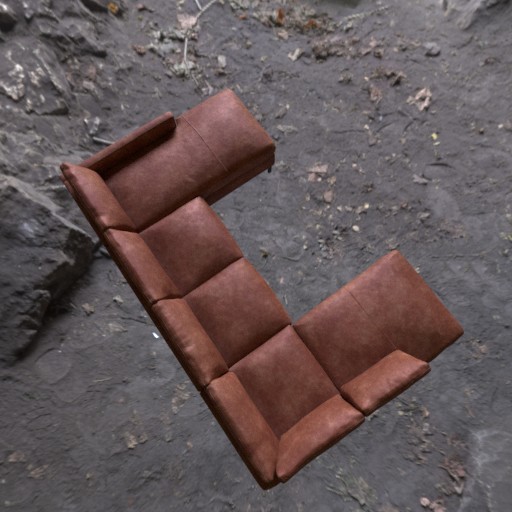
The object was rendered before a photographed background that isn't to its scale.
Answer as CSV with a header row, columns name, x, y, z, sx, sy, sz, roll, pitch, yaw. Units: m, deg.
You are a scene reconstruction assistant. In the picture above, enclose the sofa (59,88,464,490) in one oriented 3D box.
name,x,y,z,sx,sy,sz,roll,pitch,yaw
sofa,0.000,0.000,3.683,1.939,0.900,2.956,-34,77,-9
